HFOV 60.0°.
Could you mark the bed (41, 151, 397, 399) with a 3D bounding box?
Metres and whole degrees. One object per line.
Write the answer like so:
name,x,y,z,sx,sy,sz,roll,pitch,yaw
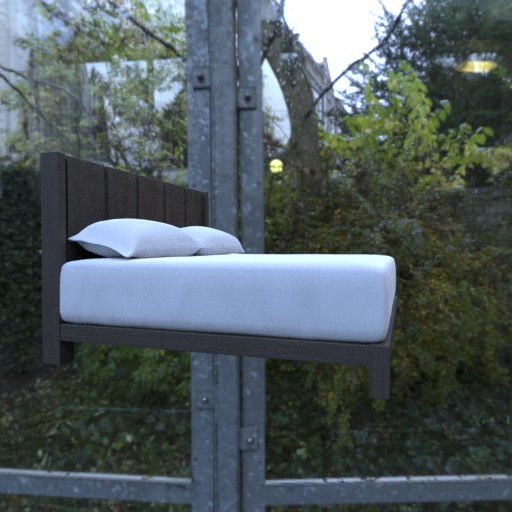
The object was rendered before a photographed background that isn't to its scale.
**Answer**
bed,0.000,0.000,3.363,2.012,1.270,2.134,0,1,19
